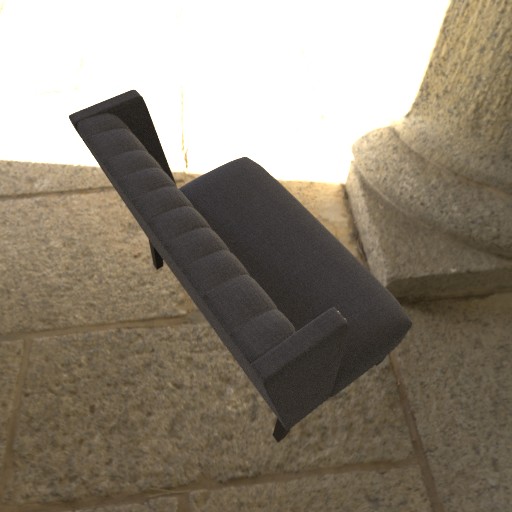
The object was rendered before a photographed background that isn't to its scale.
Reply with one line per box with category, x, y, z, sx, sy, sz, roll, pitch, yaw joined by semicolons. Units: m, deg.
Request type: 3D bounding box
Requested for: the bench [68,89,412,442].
bench;0.000;0.000;1.972;0.842;1.121;1.276;-31;61;-19
